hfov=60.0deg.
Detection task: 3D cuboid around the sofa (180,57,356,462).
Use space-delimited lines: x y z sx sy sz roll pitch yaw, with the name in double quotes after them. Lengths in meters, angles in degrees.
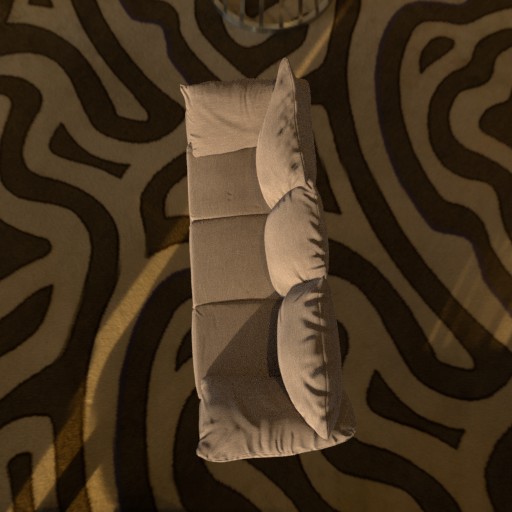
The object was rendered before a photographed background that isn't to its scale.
0.000 0.000 2.898 0.927 1.043 2.390 -4 75 -1 "sofa"
